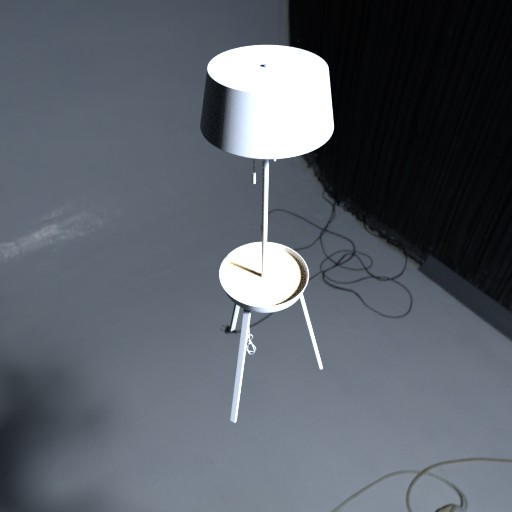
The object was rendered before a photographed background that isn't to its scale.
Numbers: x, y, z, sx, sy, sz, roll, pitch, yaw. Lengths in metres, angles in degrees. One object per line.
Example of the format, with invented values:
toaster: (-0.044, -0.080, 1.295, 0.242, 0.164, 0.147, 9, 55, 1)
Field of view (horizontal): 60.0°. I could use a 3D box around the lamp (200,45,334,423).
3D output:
lamp: (0.000, 0.000, 1.631, 0.508, 1.429, 0.468, -25, 50, -23)
